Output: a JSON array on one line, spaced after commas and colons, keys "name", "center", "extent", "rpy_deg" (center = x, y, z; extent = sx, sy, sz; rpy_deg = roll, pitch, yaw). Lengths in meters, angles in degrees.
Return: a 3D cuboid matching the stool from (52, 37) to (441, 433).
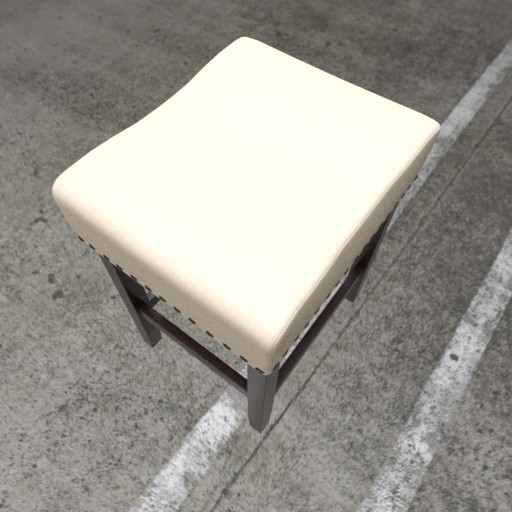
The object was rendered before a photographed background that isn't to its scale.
[{"name": "stool", "center": [0.000, 0.000, 0.911], "extent": [0.401, 0.609, 0.471], "rpy_deg": [33, 64, 18]}]
